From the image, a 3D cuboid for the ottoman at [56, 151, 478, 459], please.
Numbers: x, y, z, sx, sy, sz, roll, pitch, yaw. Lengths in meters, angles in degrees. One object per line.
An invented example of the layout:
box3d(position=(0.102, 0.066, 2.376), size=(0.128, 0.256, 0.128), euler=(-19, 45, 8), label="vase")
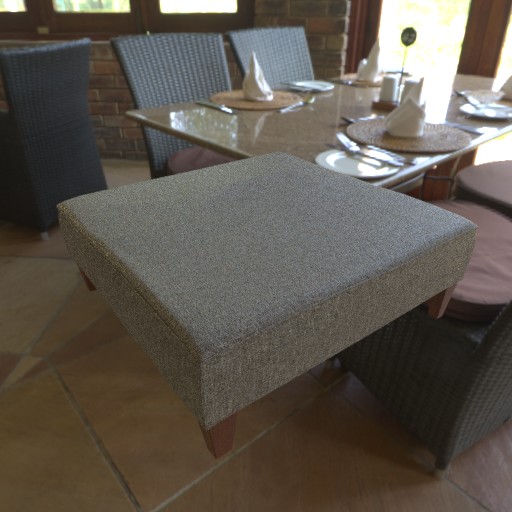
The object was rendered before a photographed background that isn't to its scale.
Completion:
box3d(position=(0.000, 0.000, 1.508), size=(1.016, 0.379, 0.981), euler=(-20, 36, -31), label="ottoman")
